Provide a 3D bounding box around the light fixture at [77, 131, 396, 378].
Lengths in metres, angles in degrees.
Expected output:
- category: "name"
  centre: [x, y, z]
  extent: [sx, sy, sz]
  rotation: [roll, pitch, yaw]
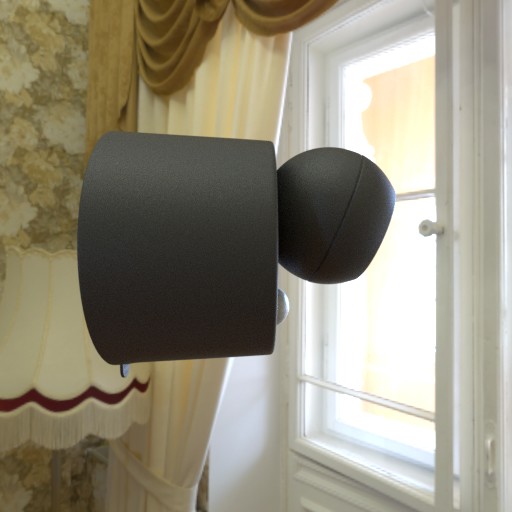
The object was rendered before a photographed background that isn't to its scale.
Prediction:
- category: "light fixture"
  centre: [0.000, 0.000, 0.263]
  extent: [0.160, 0.143, 0.134]
  rotation: [0, -1, -1]
